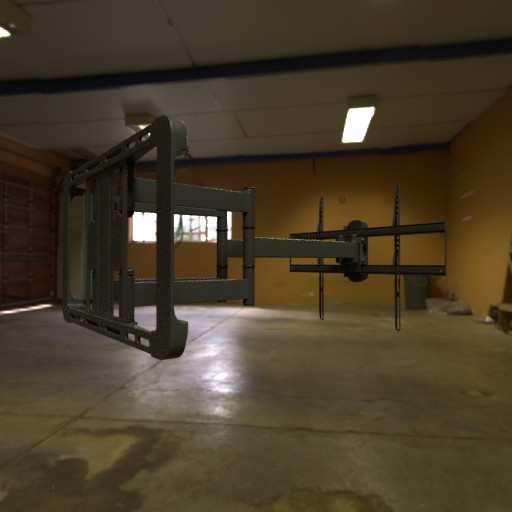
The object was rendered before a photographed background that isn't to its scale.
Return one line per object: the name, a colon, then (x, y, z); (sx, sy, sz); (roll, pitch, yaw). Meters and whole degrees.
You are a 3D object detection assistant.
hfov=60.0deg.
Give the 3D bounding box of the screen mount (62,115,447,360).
screen mount: (0.000, 0.000, 1.309); (0.905, 0.483, 0.725); (1, -1, -37)
